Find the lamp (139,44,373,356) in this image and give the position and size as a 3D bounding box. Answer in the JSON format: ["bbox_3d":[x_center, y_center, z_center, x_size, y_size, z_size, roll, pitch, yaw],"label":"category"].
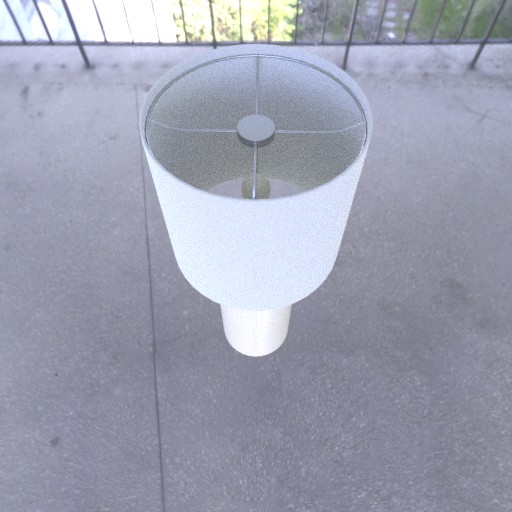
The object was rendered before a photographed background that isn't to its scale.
[{"bbox_3d":[0.000,0.000,0.613,0.212,0.493,0.212,1,58,1],"label":"lamp"}]
